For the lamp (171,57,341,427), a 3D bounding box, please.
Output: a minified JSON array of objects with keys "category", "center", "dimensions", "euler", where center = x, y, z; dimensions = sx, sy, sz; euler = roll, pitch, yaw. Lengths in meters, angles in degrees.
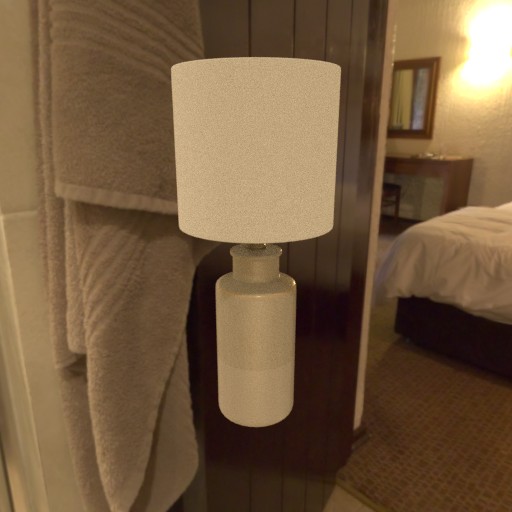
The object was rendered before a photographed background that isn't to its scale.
[{"category":"lamp","center":[0.000,0.000,0.631],"dimensions":[0.212,0.493,0.212],"euler":[3,17,9]}]
